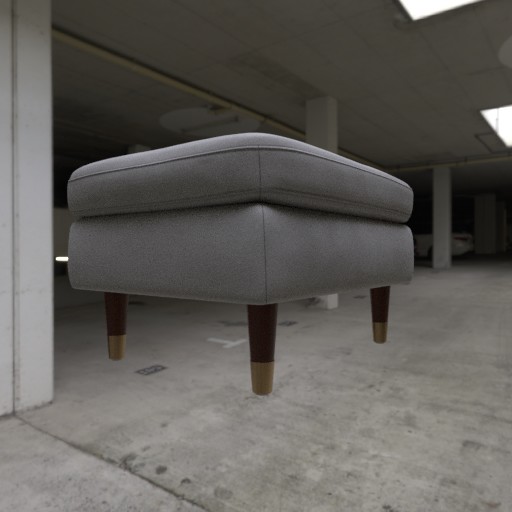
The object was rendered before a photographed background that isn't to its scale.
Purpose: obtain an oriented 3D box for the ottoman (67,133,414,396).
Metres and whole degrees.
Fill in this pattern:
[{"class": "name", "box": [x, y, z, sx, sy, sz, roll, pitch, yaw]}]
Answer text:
[{"class": "ottoman", "box": [0.000, 0.000, 1.113, 0.593, 0.478, 0.747, 0, 0, 37]}]
